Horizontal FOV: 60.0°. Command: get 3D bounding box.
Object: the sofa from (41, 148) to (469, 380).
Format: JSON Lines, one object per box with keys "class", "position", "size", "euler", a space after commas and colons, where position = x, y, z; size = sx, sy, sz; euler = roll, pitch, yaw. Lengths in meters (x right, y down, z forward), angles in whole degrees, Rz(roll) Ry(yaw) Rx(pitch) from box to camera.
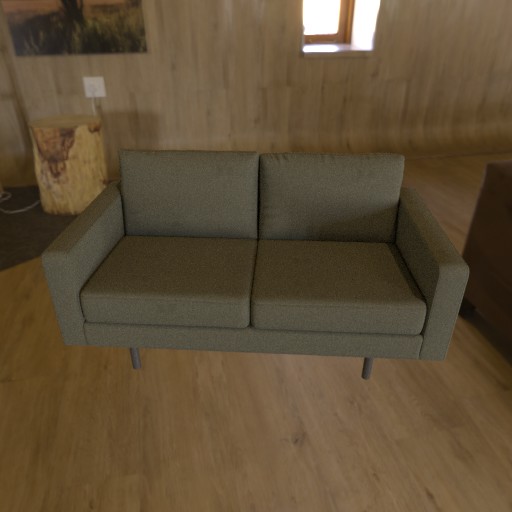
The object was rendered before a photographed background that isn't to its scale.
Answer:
{"class": "sofa", "position": [0.000, 0.000, 2.241], "size": [1.730, 0.897, 0.889], "euler": [2, 30, 3]}
